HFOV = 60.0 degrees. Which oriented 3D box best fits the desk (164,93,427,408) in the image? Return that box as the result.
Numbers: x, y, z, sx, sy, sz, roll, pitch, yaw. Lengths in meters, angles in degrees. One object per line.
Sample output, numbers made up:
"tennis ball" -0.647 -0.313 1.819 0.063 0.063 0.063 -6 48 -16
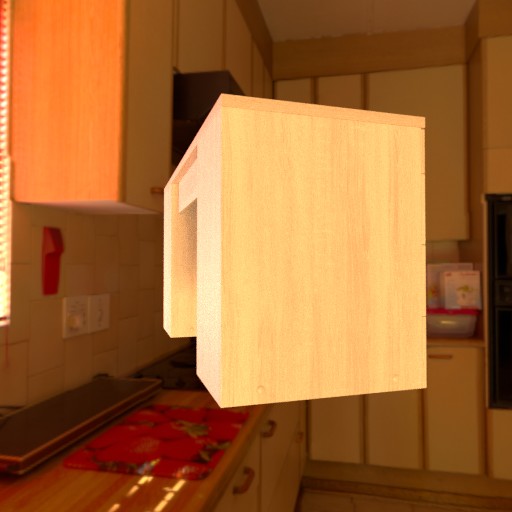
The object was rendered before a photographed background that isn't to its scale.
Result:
"desk" 0.000 0.000 1.791 0.600 0.740 1.390 0 -1 -17
